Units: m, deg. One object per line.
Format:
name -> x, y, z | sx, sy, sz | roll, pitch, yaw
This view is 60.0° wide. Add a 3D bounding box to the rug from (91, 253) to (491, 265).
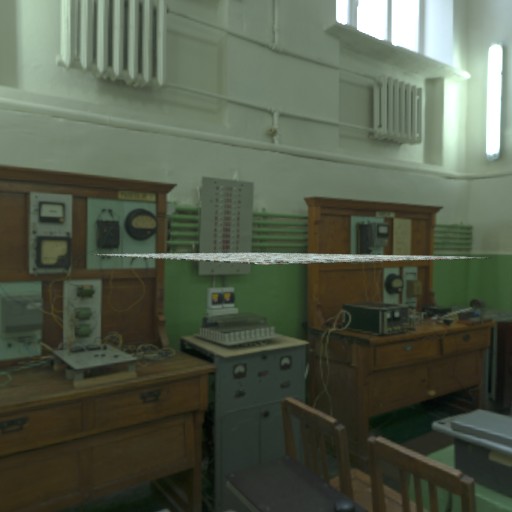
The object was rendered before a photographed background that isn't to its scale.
rug -> 0.000, 0.000, 2.299 | 1.219, 0.008, 1.829 | -1, 1, -36
